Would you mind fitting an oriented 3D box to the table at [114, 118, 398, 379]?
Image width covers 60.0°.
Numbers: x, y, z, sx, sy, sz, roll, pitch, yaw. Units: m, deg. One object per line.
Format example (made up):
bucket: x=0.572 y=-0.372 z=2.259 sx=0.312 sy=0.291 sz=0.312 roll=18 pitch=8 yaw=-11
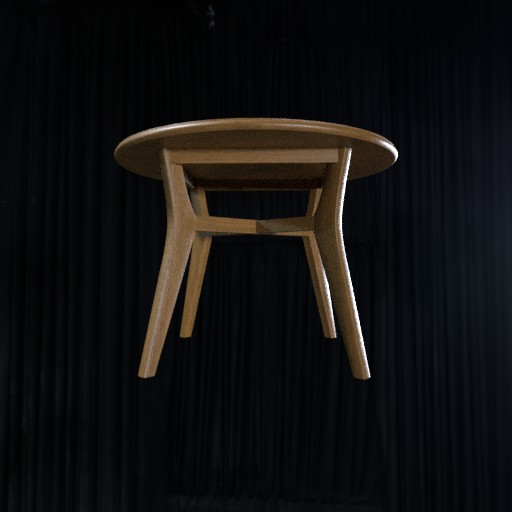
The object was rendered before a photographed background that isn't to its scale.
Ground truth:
table: x=0.000 y=0.000 z=1.734 sx=1.055 sy=0.757 sz=1.055 roll=0 pitch=0 yaw=0
